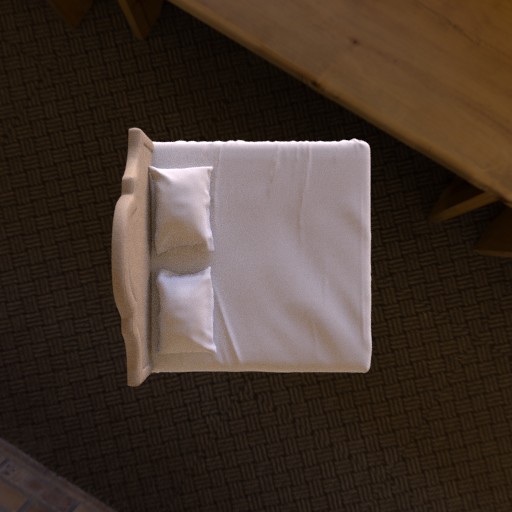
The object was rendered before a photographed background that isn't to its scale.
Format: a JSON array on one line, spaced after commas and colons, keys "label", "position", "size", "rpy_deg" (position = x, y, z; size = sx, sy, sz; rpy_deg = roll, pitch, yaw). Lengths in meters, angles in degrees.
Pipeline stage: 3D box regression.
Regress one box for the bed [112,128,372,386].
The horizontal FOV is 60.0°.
[{"label": "bed", "position": [0.000, 0.000, 3.784], "size": [2.222, 1.631, 2.303], "rpy_deg": [0, 90, 1]}]
